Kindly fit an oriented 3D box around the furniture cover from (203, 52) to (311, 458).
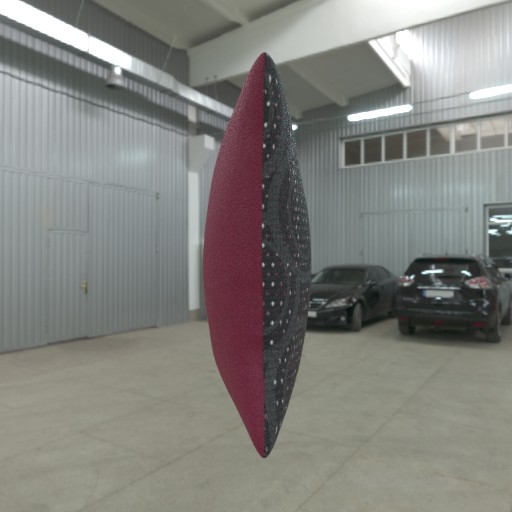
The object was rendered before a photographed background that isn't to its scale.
[{"bbox_3d":[0.000,0.000,0.820,0.193,0.509,0.552,0,0,-2],"label":"furniture cover"}]
